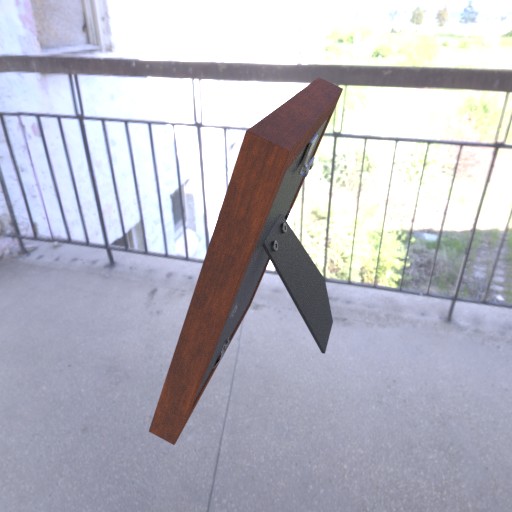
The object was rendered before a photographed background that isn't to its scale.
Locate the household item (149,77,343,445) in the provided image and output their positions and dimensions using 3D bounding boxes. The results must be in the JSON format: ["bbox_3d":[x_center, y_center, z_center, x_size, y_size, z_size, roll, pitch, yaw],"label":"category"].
[{"bbox_3d":[0.000,0.000,0.294,0.096,0.204,0.160,9,30,15],"label":"household item"}]
